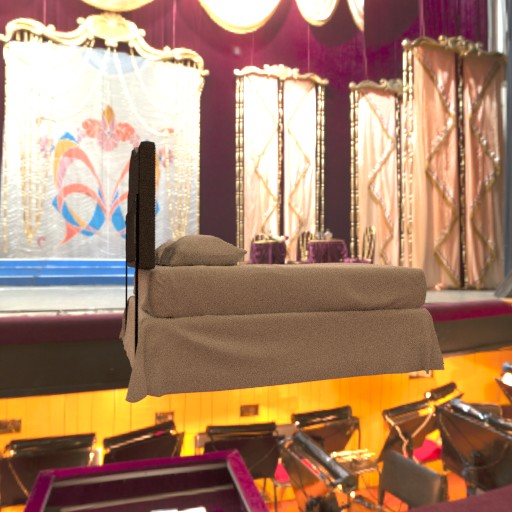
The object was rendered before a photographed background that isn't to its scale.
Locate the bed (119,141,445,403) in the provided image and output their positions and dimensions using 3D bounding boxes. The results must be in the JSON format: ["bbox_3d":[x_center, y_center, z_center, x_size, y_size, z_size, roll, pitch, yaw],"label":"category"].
[{"bbox_3d":[0.000,0.000,3.820,2.219,1.651,2.314,0,-1,-18],"label":"bed"}]
